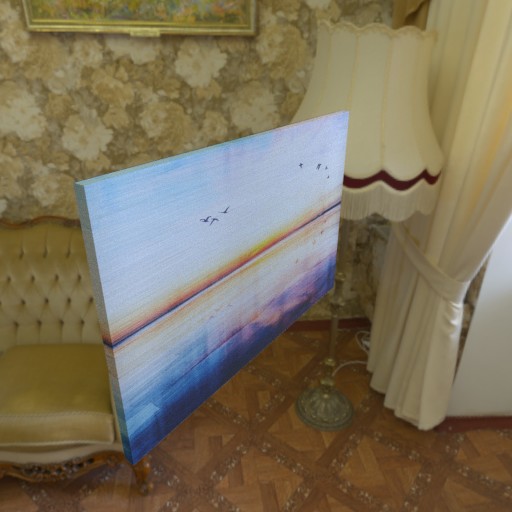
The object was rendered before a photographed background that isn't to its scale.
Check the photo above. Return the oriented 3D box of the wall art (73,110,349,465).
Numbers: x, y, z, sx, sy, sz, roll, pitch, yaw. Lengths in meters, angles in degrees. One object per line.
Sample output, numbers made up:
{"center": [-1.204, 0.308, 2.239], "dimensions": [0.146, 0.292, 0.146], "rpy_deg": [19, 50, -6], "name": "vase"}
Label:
{"center": [0.000, 0.000, 1.411], "dimensions": [0.034, 0.756, 1.137], "rpy_deg": [18, 31, 32], "name": "wall art"}
